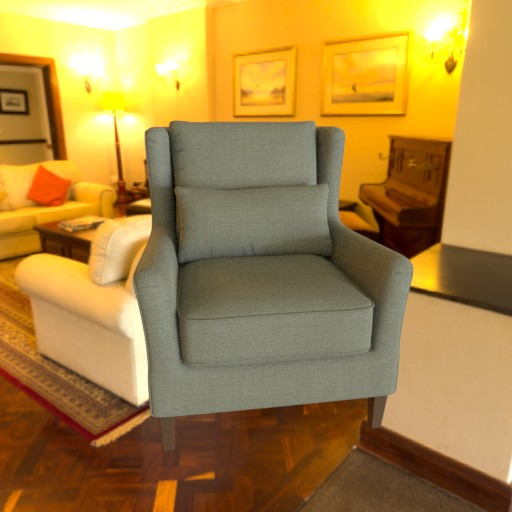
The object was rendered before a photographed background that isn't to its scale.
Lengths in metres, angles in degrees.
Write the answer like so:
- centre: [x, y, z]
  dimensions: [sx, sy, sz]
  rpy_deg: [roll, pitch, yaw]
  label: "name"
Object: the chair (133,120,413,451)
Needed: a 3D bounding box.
- centre: [0.000, 0.000, 1.803]
  dimensions: [0.866, 1.056, 1.040]
  rpy_deg: [-3, 17, -9]
  label: "chair"
